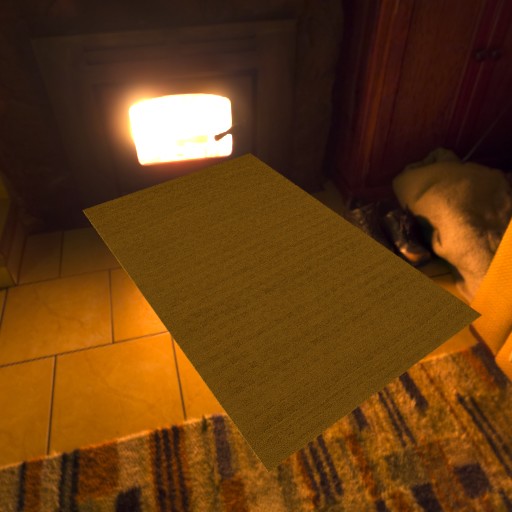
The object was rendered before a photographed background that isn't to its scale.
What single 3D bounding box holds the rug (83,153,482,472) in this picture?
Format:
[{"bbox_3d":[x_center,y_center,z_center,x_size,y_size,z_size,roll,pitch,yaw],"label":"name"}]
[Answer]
[{"bbox_3d":[0.000,0.000,2.197,1.142,0.006,1.752,-25,47,-26],"label":"rug"}]
